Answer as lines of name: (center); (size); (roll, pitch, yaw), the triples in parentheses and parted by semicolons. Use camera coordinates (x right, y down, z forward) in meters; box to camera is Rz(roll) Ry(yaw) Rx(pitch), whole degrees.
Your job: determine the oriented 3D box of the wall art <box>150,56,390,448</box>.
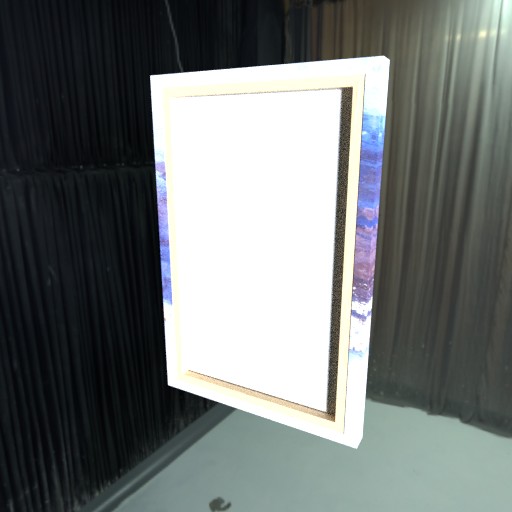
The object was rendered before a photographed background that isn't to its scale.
wall art: (0.000, 0.000, 1.112); (0.583, 0.874, 0.048); (8, 17, 28)
